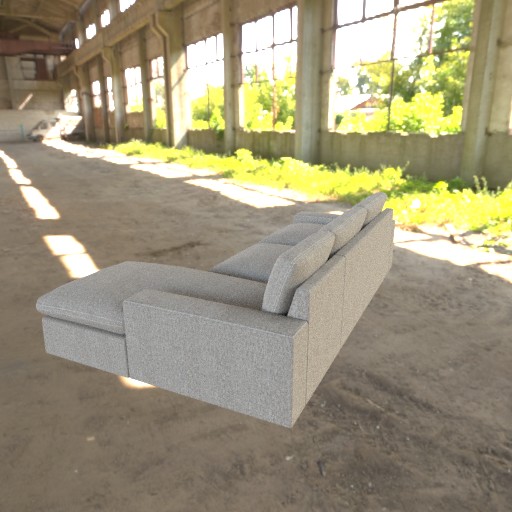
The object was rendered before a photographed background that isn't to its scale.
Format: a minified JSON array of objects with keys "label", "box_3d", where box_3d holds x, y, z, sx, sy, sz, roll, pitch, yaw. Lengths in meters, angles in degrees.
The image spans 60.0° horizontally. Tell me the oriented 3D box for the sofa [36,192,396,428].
[{"label":"sofa","box_3d":[0.000,0.000,3.498,1.689,0.813,2.718,8,19,25]}]
